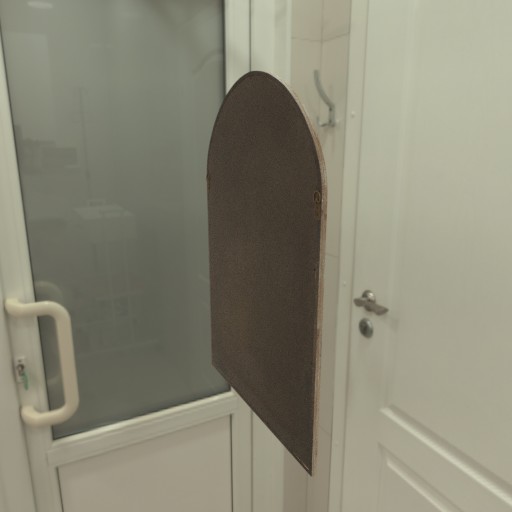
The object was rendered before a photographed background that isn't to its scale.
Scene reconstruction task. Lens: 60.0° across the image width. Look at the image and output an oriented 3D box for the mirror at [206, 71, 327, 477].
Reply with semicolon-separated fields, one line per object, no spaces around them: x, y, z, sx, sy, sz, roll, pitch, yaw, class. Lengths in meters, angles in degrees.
0.000;0.000;1.181;0.032;0.915;0.609;-7;16;-27;mirror
